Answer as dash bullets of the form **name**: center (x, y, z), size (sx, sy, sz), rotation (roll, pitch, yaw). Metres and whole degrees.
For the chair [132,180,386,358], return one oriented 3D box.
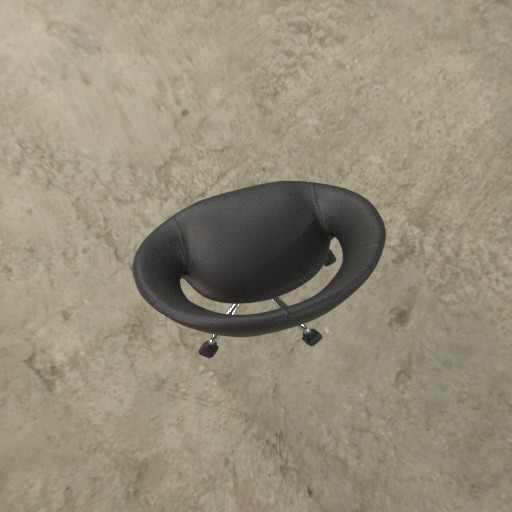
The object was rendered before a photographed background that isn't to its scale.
- **chair**: center (0.000, 0.000, 1.238), size (0.612, 0.791, 0.538), rotation (-14, 76, -4)
